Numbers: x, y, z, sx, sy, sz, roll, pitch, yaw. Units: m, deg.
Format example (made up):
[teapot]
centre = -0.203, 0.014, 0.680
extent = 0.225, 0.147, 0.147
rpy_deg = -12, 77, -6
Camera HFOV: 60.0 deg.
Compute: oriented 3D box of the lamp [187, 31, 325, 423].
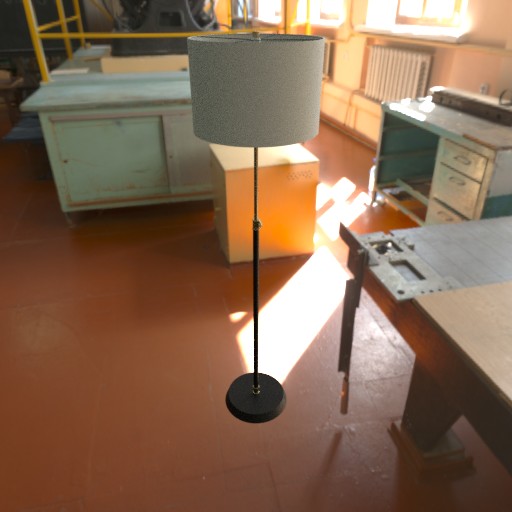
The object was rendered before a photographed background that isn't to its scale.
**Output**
[lamp]
centre = 0.000, 0.000, 1.676
extent = 0.404, 1.517, 0.404
rpy_deg = 11, 32, 19
